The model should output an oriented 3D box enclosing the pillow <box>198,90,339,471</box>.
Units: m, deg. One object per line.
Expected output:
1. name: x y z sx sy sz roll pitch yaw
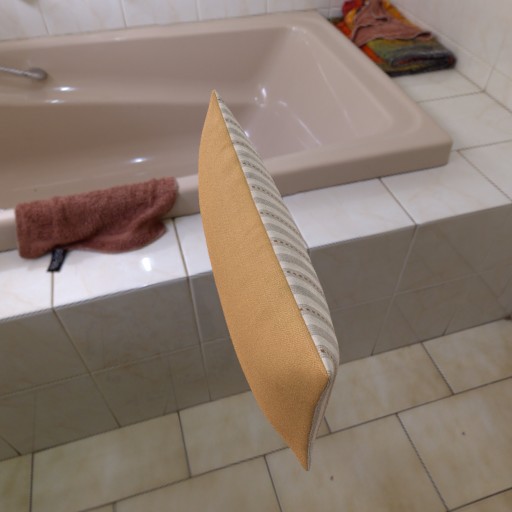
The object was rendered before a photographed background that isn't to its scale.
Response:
1. pillow: 0.000 0.000 0.736 0.151 0.291 0.608 -11 48 -10
